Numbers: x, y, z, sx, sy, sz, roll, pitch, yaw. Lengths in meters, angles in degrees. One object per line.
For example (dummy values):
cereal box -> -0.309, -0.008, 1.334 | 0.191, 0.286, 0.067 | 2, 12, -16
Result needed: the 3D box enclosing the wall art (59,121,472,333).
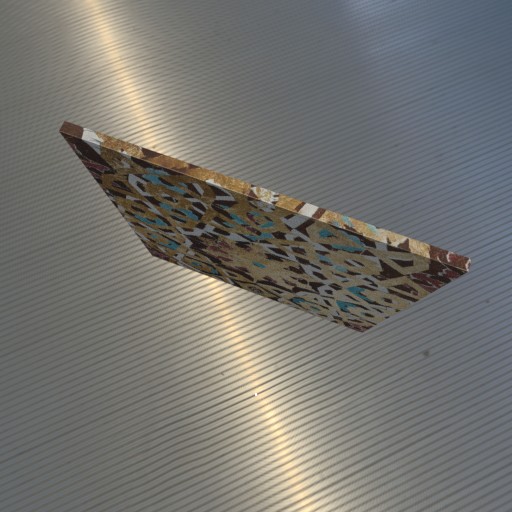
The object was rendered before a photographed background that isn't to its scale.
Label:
wall art -> 0.000, 0.000, 1.135 | 0.757, 0.762, 0.028 | 20, 74, 6
